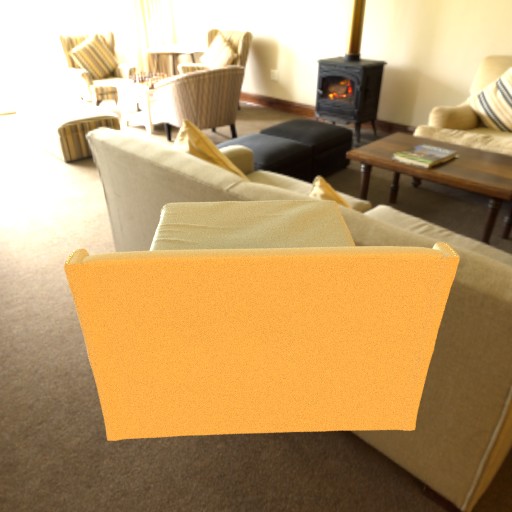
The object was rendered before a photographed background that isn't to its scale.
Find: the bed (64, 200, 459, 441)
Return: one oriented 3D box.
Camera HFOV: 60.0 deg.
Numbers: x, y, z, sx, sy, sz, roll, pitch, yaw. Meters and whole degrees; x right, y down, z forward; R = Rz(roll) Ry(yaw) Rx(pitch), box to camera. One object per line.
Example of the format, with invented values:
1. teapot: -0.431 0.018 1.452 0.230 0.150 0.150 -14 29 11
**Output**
1. bed: 0.000 0.000 3.398 1.925 1.332 2.276 -1 31 -2
